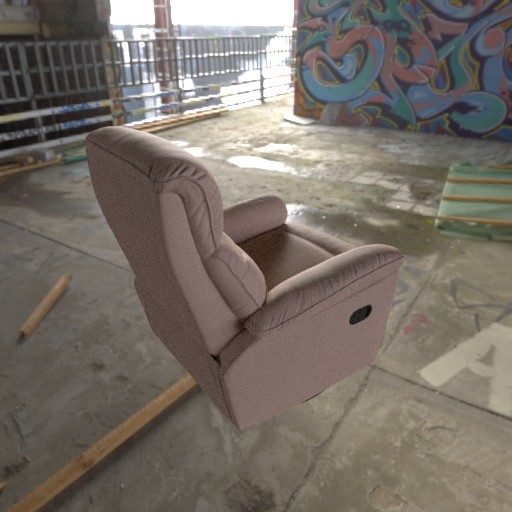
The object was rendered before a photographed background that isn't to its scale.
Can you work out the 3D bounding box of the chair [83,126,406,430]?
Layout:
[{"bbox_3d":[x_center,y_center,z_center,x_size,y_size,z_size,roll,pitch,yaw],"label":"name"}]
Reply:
[{"bbox_3d":[0.000,0.000,1.719,1.004,1.037,0.820,-19,33,-32],"label":"chair"}]
